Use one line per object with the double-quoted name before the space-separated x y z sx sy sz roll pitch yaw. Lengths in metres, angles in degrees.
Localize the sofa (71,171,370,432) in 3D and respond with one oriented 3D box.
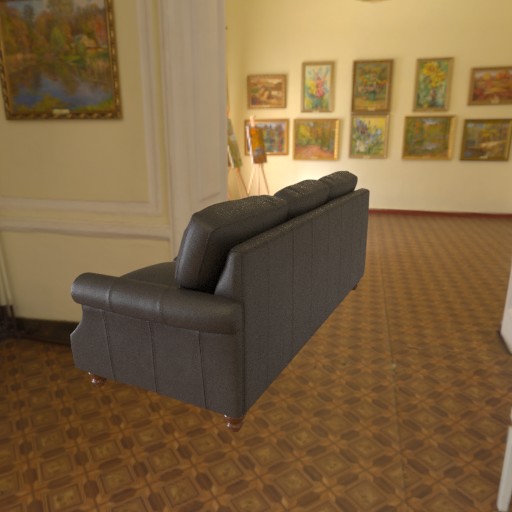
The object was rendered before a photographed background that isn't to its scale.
"sofa" 0.000 0.000 2.886 0.974 0.977 2.387 8 17 25
